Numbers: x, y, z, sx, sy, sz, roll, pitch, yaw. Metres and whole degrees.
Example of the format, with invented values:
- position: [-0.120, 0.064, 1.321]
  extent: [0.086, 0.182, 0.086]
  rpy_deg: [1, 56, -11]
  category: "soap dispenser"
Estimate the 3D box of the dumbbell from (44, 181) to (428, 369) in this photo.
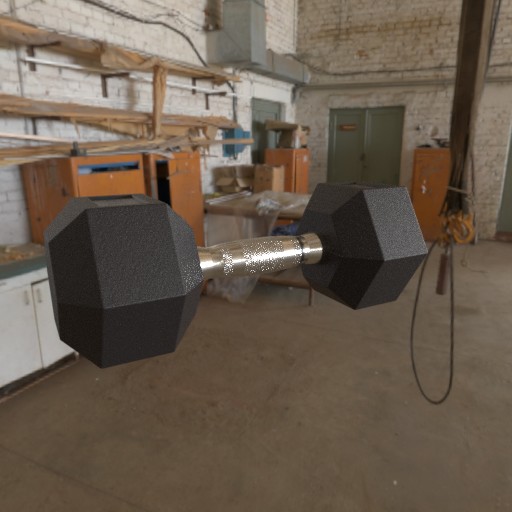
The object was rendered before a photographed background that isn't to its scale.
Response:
- position: [0.000, 0.000, 0.421]
  extent: [0.356, 0.123, 0.141]
  rpy_deg: [-8, 17, -28]
  category: "dumbbell"
